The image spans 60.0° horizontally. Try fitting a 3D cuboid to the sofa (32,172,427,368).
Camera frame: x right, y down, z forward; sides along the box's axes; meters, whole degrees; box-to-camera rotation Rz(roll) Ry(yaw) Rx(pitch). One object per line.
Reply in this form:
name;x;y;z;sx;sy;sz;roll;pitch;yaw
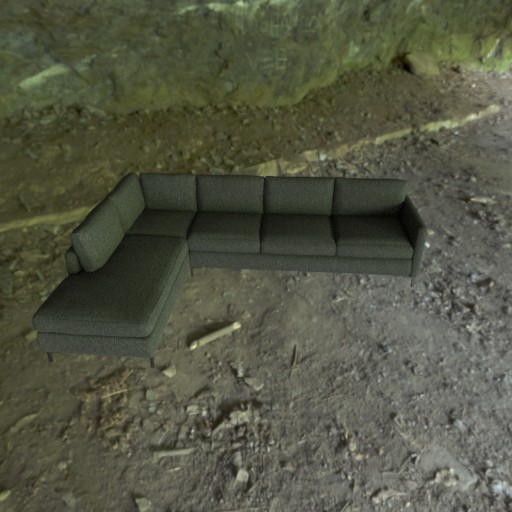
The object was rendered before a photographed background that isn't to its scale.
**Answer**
sofa;0.000;0.000;3.765;2.949;0.815;2.007;2;30;4
